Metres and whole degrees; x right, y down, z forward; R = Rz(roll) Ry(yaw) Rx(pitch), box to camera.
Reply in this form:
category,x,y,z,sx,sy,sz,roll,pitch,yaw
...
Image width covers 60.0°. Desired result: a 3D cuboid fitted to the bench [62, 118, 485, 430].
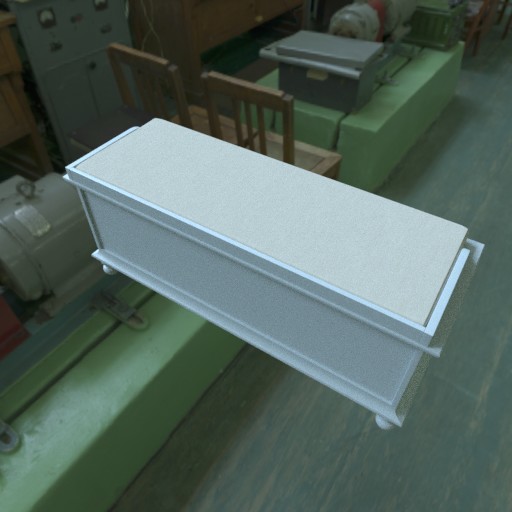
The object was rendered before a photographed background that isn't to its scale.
category,x,y,z,sx,sy,sz,roll,pitch,yaw
bench,0.000,0.000,1.417,1.185,0.486,0.402,25,50,22
